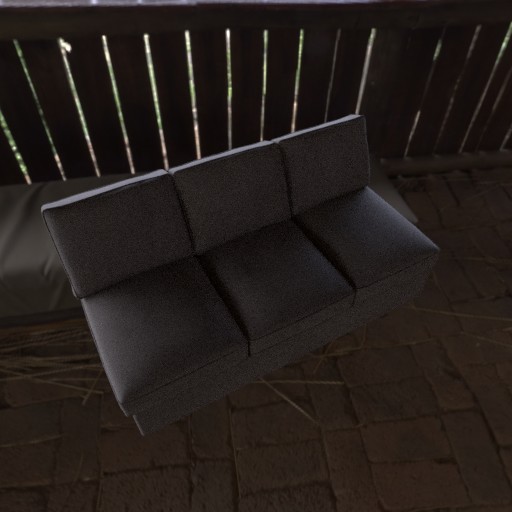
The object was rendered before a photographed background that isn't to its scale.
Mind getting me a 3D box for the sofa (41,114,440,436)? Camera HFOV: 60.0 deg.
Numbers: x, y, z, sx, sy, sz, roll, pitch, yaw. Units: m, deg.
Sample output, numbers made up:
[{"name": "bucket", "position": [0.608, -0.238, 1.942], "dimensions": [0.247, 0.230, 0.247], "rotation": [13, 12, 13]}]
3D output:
[{"name": "sofa", "position": [0.000, 0.000, 2.553], "dimensions": [1.962, 0.973, 1.027], "rotation": [-22, 50, -20]}]
